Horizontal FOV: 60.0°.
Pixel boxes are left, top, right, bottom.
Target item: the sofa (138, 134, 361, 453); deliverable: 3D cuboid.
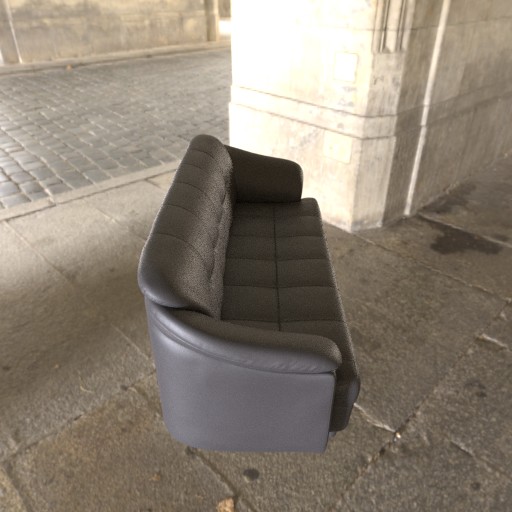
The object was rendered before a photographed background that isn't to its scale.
[{"bbox_3d":[0.000,0.000,2.249,0.800,0.811,1.829,0,32,1],"label":"sofa"}]
